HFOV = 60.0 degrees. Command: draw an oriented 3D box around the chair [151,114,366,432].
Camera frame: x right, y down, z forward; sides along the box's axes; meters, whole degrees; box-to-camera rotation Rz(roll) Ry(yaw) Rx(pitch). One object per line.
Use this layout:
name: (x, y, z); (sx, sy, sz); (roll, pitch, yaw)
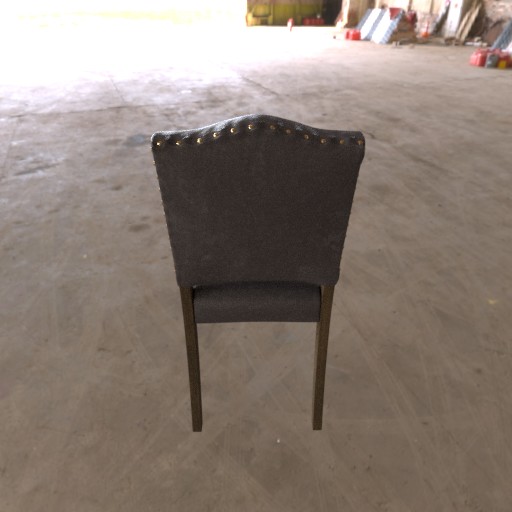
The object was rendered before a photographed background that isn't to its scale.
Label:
chair: (0.000, 0.000, 1.372); (0.500, 0.991, 0.633); (0, 31, -1)
